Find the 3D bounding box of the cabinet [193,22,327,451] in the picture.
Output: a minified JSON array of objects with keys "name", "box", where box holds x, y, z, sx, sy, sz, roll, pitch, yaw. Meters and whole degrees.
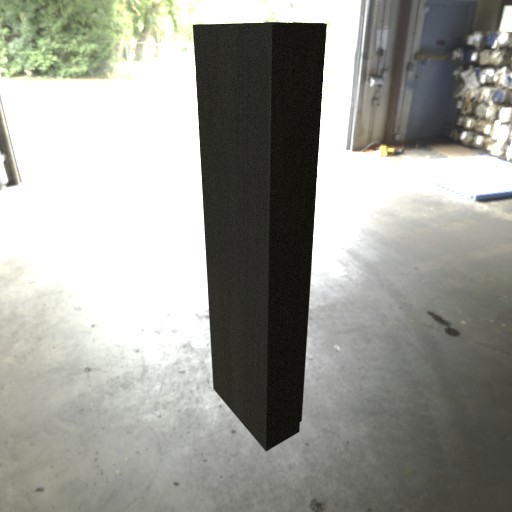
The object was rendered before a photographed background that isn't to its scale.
[{"name":"cabinet","box":[0.000,0.000,1.928,0.230,1.790,0.500,-17,31,-30]}]
